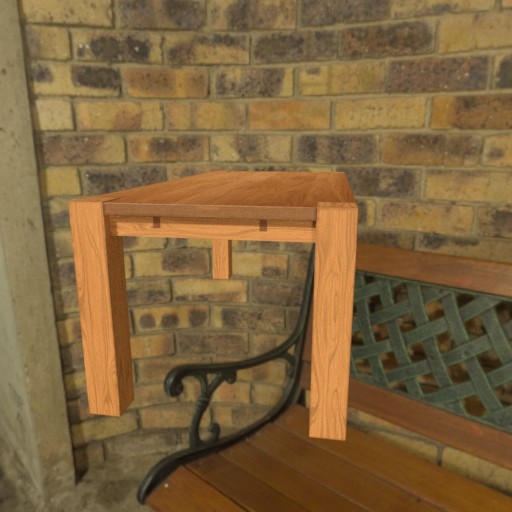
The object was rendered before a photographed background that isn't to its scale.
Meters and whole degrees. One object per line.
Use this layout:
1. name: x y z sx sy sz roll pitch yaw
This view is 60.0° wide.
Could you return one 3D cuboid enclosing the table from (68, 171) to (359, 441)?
1. table: 0.000 0.000 2.280 0.900 0.760 1.800 2 14 9
